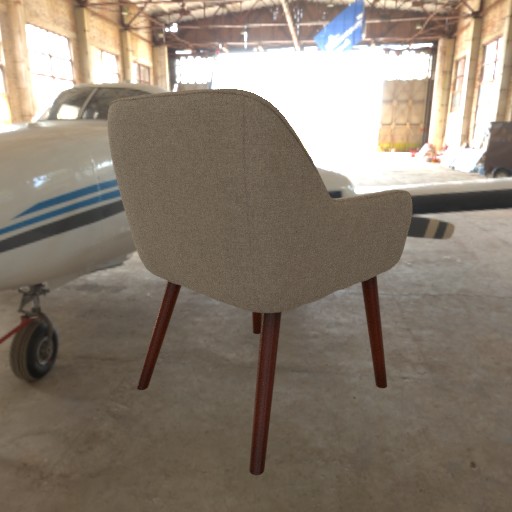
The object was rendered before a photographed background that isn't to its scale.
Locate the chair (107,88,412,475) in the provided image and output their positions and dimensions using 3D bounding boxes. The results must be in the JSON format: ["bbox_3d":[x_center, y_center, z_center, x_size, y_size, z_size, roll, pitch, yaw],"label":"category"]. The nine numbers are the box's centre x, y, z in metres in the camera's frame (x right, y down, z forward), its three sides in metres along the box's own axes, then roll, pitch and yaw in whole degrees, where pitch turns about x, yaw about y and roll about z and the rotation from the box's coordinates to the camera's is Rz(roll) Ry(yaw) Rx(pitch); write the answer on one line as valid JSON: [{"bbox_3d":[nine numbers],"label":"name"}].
[{"bbox_3d":[0.000,0.000,1.218,0.610,0.813,0.610,15,21,43],"label":"chair"}]
